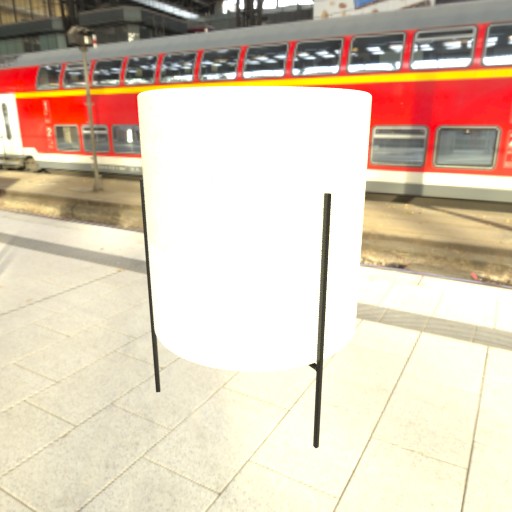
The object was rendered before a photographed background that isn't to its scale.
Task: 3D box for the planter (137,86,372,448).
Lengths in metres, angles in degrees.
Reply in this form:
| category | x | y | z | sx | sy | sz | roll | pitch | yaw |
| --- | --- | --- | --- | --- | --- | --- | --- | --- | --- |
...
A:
| category | x | y | z | sx | sy | sz | roll | pitch | yaw |
| --- | --- | --- | --- | --- | --- | --- | --- | --- | --- |
| planter | 0.000 | 0.000 | 0.703 | 0.324 | 0.483 | 0.333 | 9 | 19 | 27 |
